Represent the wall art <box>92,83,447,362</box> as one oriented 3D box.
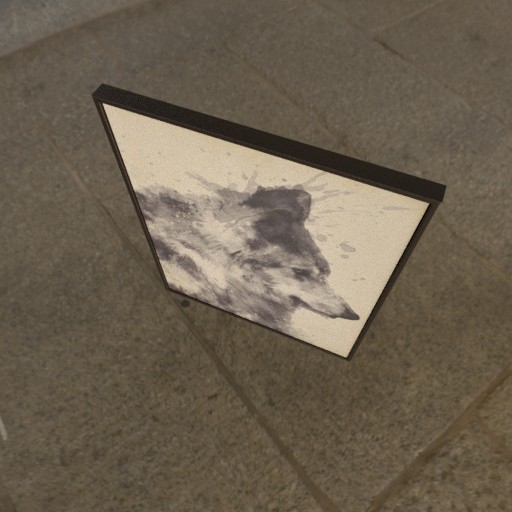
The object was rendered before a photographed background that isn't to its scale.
[{"bbox_3d":[0.000,0.000,0.769,0.451,0.551,0.028,20,61,12],"label":"wall art"}]
